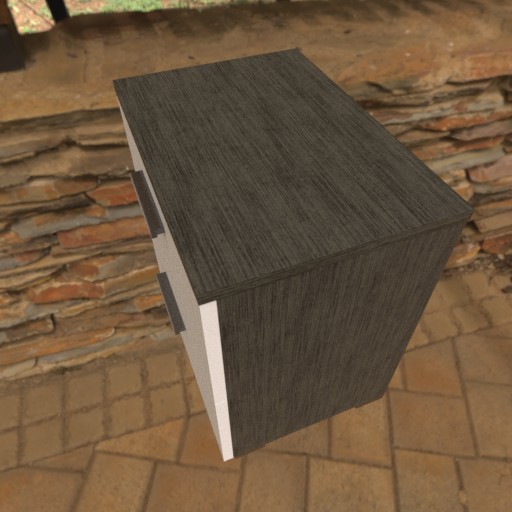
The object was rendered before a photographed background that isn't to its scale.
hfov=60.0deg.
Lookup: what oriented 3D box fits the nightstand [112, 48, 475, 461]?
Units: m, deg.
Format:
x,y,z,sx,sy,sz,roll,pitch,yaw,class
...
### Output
x,y,z,sx,sy,sz,roll,pitch,yaw,class
0.000,0.000,0.739,0.325,0.460,0.441,-17,50,-15,nightstand
